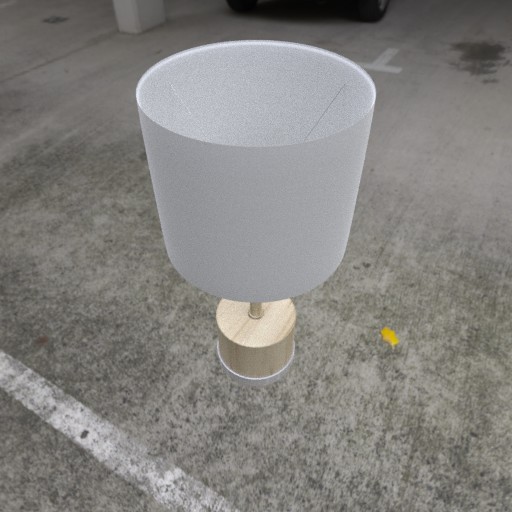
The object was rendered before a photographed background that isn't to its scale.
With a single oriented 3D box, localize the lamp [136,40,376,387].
[{"bbox_3d":[0.000,0.000,0.592,0.229,0.470,0.229,23,50,21],"label":"lamp"}]
